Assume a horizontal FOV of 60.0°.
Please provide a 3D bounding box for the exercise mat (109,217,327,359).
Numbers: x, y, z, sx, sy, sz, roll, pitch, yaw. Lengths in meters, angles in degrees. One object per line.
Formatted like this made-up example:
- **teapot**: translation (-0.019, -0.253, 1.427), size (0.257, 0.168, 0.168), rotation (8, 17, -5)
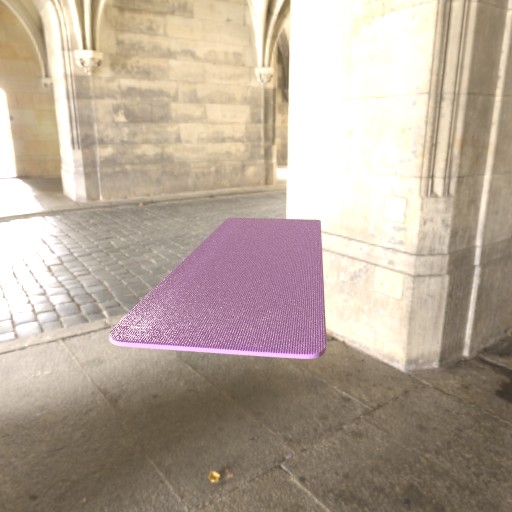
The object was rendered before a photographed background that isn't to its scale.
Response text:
- **exercise mat**: translation (0.000, 0.000, 2.072), size (0.616, 0.021, 1.869), rotation (2, 16, 7)
